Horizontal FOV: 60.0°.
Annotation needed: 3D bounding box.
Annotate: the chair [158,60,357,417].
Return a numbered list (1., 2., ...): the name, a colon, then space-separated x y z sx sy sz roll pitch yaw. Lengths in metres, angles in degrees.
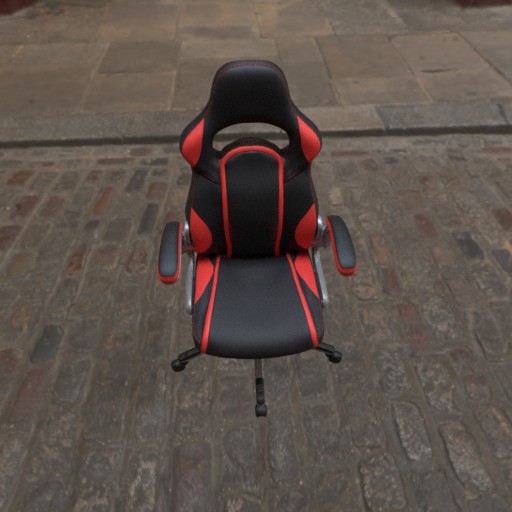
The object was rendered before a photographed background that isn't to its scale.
1. chair: 0.000 0.000 1.628 0.758 1.165 0.712 -2 45 -2
